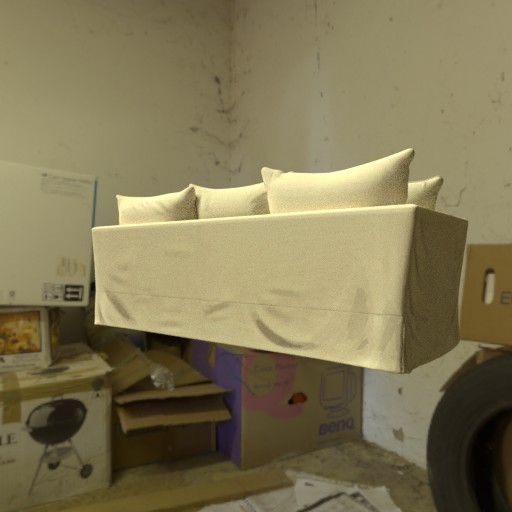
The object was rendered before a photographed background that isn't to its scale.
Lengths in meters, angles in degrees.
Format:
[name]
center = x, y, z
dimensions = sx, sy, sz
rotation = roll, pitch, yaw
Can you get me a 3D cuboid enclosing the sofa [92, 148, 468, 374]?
[sofa]
center = 0.000, 0.000, 3.043
dimensions = 2.484, 1.042, 1.030
rotation = 0, 0, 38
